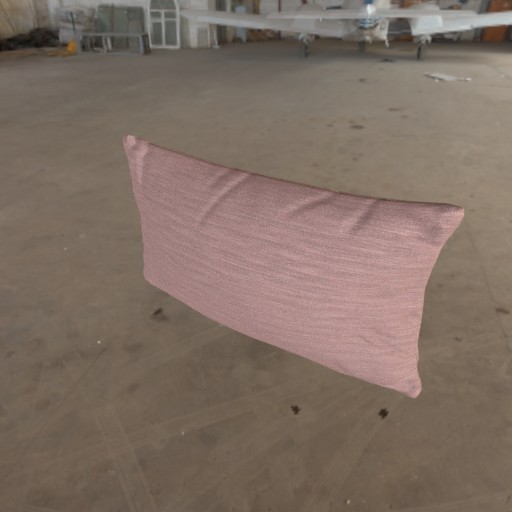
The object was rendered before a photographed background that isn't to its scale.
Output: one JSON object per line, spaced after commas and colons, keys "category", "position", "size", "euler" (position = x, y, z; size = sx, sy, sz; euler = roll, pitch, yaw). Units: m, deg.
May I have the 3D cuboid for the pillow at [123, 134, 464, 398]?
{"category": "pillow", "position": [0.000, 0.000, 0.787], "size": [0.633, 0.338, 0.210], "euler": [19, 35, 29]}
